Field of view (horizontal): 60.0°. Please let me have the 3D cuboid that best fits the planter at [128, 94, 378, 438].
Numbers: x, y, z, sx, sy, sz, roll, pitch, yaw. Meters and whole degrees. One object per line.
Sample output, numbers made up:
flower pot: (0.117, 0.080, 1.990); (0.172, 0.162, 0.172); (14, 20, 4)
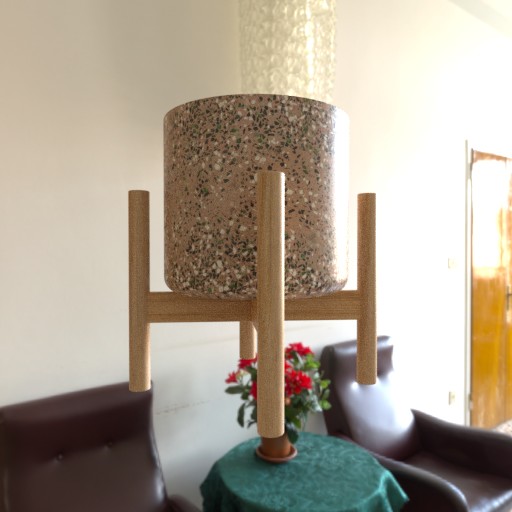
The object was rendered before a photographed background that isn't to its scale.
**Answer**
planter: (0.000, 0.000, 0.545); (0.284, 0.320, 0.284); (0, 1, 17)
